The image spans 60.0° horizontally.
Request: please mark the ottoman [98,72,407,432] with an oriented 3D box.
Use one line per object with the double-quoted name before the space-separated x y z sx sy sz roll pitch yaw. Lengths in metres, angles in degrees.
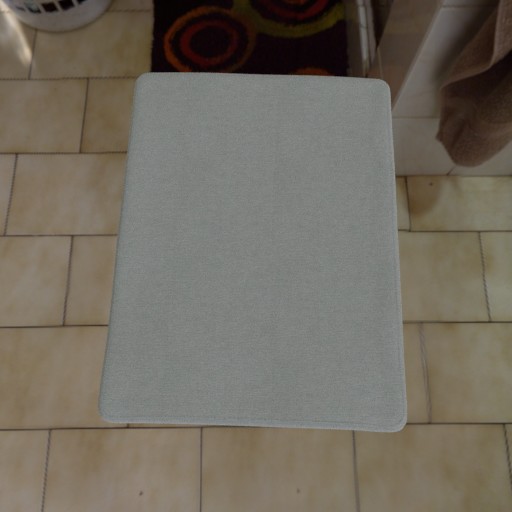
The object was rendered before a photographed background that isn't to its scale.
"ottoman" 0.000 0.000 1.198 0.648 0.461 0.833 2 75 0
